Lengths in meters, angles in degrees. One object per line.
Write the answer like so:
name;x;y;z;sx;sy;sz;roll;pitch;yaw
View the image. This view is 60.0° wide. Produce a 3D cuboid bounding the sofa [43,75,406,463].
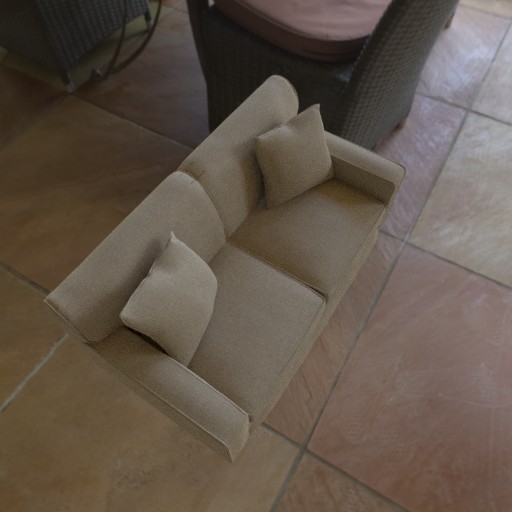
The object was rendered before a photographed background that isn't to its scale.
sofa;0.000;0.000;2.471;0.998;0.958;1.846;29;63;17
